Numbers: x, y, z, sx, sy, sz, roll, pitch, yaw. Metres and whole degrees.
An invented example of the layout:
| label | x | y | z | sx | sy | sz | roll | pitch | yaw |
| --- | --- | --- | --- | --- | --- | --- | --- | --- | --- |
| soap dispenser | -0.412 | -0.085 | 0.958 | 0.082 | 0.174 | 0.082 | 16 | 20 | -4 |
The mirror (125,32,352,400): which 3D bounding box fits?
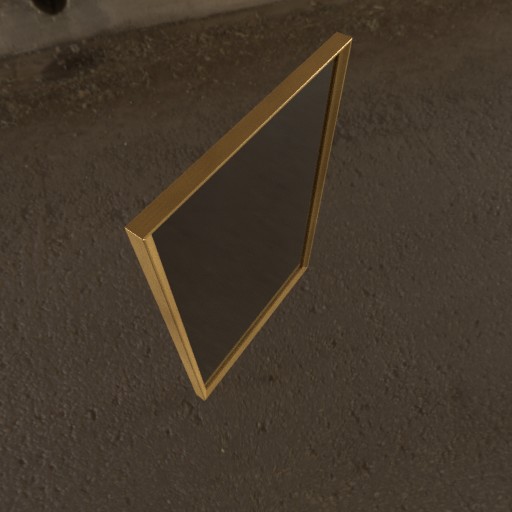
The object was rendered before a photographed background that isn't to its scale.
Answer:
| label | x | y | z | sx | sy | sz | roll | pitch | yaw |
| --- | --- | --- | --- | --- | --- | --- | --- | --- | --- |
| mirror | 0.000 | 0.000 | 1.160 | 0.041 | 0.915 | 0.609 | 32 | 63 | 18 |
